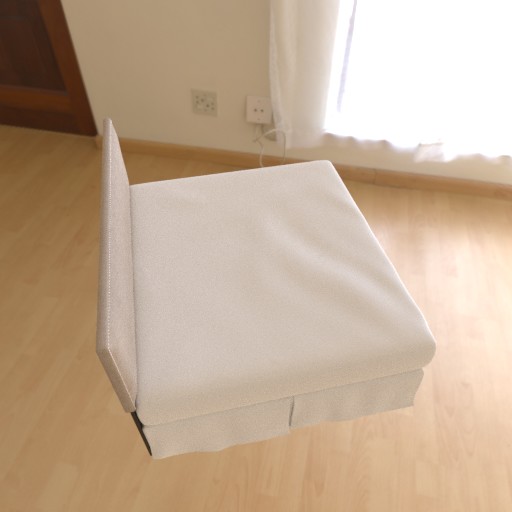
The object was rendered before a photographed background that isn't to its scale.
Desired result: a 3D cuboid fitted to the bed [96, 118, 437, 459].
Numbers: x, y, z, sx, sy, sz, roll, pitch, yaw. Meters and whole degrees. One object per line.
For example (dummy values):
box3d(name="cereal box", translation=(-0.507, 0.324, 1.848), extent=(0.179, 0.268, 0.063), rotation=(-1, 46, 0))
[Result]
box3d(name="bed", translation=(0.000, 0.000, 3.280), extent=(1.914, 1.346, 2.170), rotation=(-9, 47, -9))
